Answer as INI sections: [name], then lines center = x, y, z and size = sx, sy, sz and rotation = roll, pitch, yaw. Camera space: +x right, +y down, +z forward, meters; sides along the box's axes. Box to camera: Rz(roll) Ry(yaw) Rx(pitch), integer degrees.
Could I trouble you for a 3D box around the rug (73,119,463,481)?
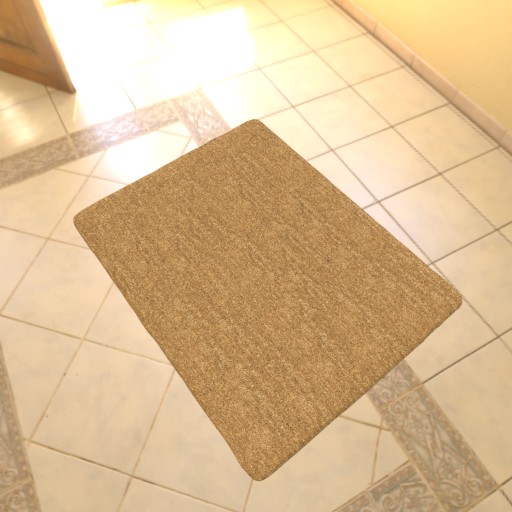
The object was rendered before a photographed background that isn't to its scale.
[rug]
center = 0.000, 0.000, 3.896
size = 2.242, 0.050, 2.873
rotation = -34, 64, -19
